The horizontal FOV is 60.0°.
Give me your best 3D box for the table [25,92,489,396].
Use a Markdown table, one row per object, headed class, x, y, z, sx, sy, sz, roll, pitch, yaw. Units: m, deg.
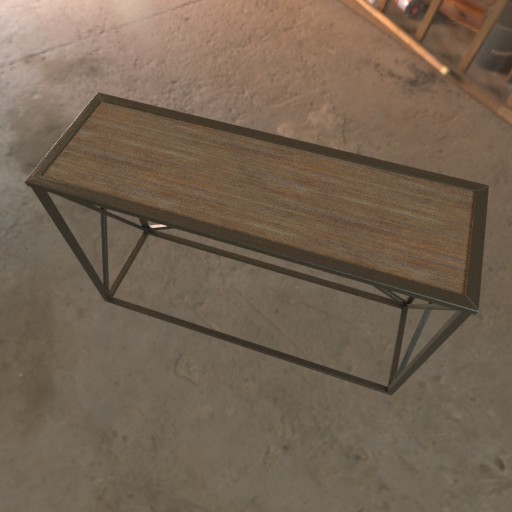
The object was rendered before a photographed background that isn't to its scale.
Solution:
| class | x | y | z | sx | sy | sz | roll | pitch | yaw |
| --- | --- | --- | --- | --- | --- | --- | --- | --- | --- |
| table | 0.000 | 0.000 | 1.538 | 1.216 | 0.753 | 0.402 | 16 | 59 | 10 |
